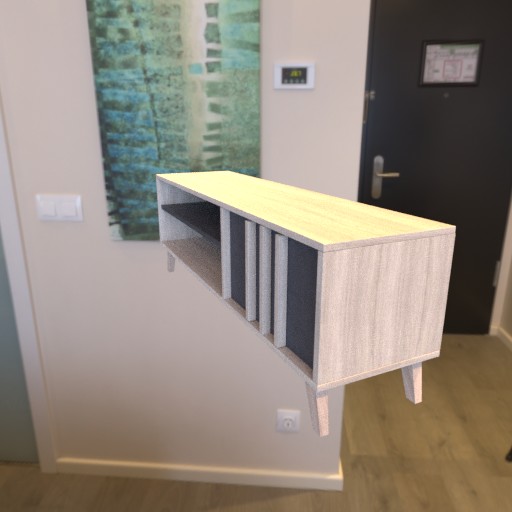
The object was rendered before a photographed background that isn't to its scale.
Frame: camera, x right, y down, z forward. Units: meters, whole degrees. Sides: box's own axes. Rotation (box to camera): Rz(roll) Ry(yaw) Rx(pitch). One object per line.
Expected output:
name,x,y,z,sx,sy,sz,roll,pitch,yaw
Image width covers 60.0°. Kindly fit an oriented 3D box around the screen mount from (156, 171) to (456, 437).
screen mount,0.000,0.000,1.749,0.401,0.509,1.500,-8,18,-25
